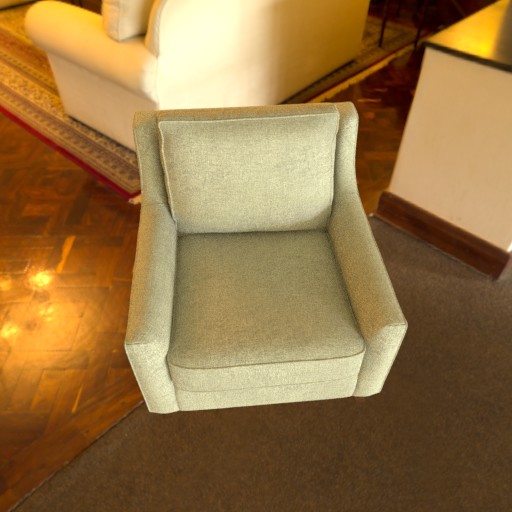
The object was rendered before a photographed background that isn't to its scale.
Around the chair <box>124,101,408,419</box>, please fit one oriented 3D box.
[{"bbox_3d":[0.000,0.000,1.594,0.838,0.864,0.918,-4,46,-4],"label":"chair"}]
